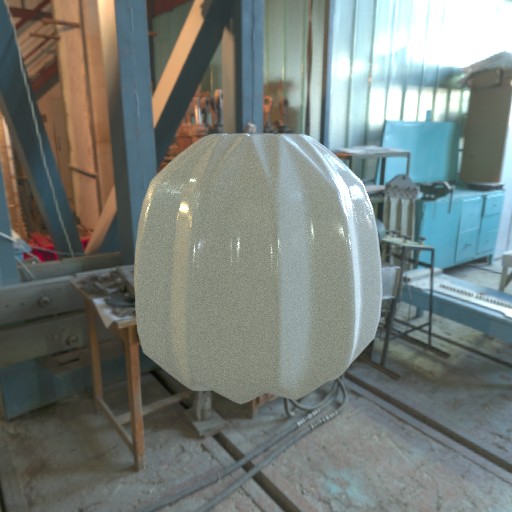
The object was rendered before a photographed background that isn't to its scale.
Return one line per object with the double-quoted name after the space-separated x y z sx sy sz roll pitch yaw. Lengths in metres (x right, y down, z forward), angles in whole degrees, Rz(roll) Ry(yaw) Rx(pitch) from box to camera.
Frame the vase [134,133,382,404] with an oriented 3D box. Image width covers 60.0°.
0.000 0.000 0.252 0.139 0.134 0.139 0 16 0 "vase"
